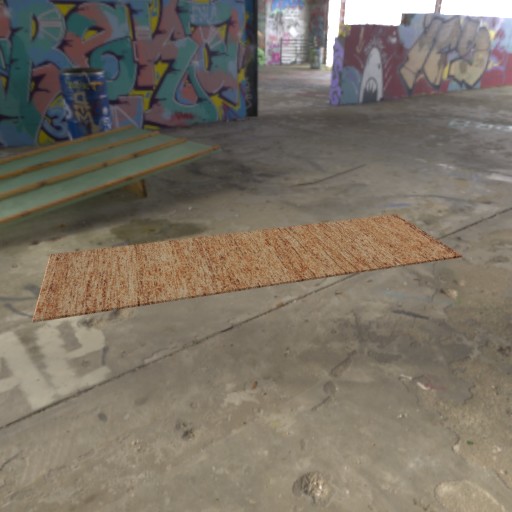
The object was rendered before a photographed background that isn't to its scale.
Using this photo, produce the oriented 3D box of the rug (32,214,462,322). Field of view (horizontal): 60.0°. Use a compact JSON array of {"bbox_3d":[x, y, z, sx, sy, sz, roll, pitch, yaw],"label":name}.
[{"bbox_3d":[0.000,0.000,2.510,2.237,0.014,0.680,-8,28,-15],"label":"rug"}]
